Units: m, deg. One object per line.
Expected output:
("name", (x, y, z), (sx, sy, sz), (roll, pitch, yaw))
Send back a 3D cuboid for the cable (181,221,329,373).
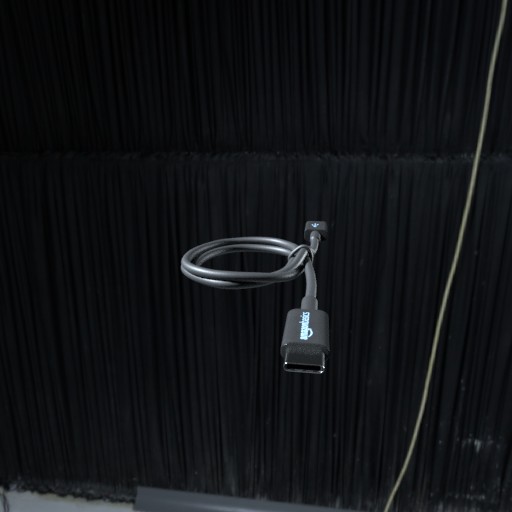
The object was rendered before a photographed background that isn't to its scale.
("cable", (0.000, 0.000, 0.215), (0.070, 0.014, 0.192), (2, 16, 8))
